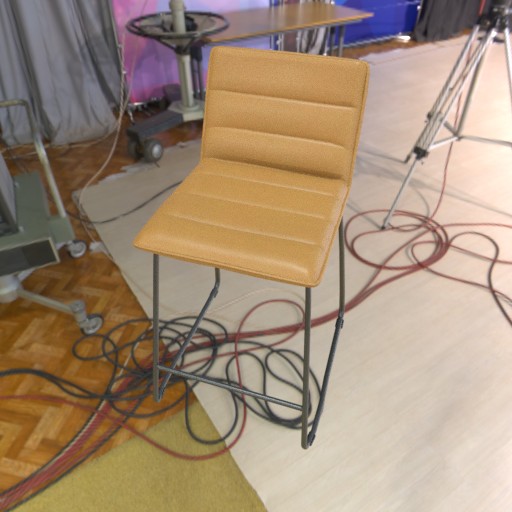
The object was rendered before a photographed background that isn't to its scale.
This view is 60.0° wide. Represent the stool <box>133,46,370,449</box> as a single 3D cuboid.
[{"bbox_3d":[0.000,0.000,1.143,0.489,0.866,0.524,12,43,13],"label":"stool"}]
